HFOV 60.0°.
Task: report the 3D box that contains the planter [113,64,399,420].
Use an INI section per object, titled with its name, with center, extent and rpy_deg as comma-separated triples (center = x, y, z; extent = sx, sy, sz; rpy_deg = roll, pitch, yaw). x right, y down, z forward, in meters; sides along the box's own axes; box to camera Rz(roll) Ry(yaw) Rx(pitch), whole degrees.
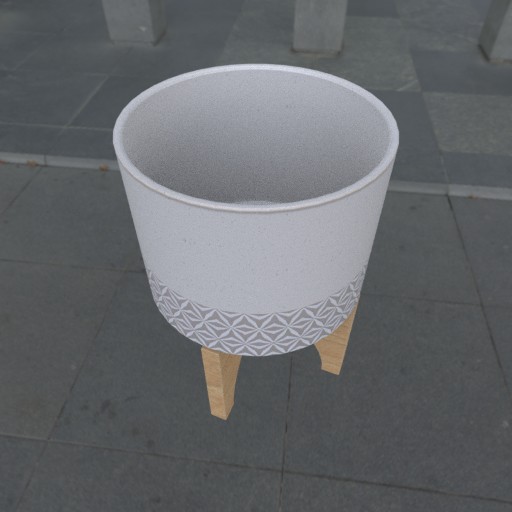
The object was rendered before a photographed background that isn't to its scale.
[planter]
center = 0.000, 0.000, 0.515
extent = 0.249, 0.343, 0.249
rpy_deg = 0, 45, 0
